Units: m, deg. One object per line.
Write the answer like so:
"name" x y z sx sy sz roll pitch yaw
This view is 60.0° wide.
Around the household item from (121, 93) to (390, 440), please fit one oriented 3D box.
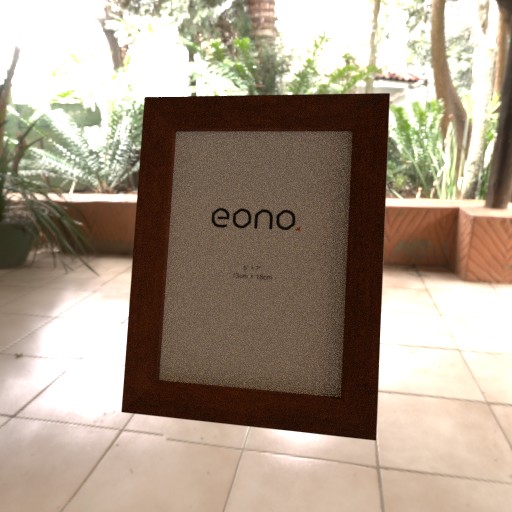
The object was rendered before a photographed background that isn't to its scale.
"household item" 0.000 0.000 0.293 0.160 0.204 0.096 3 16 10
